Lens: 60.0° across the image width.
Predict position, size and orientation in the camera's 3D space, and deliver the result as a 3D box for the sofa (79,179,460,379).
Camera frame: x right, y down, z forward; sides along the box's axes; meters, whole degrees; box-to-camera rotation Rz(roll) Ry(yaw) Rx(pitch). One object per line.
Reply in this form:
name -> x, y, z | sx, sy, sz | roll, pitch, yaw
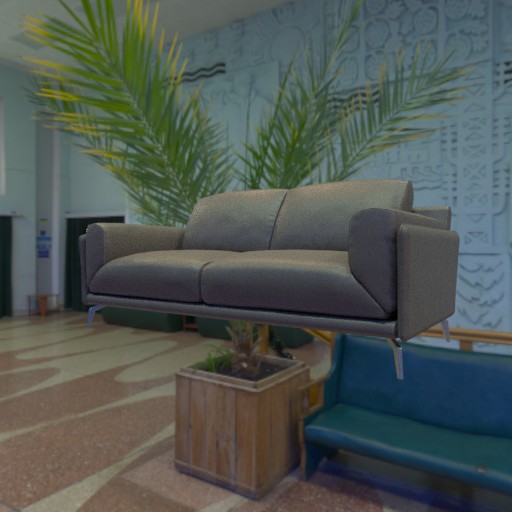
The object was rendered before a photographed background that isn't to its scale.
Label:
sofa -> 0.000, 0.000, 2.674 | 2.101, 0.930, 1.049 | 1, 1, 35
